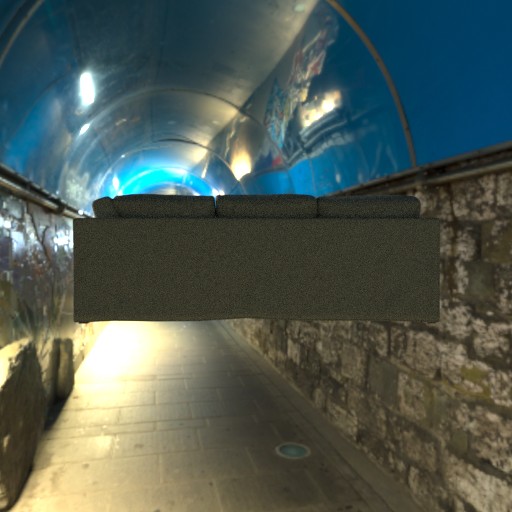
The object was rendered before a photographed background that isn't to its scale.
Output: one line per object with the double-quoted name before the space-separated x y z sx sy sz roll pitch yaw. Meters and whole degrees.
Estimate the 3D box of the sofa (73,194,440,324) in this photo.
"sofa" 0.000 0.000 4.618 2.427 0.882 3.460 0 0 0
